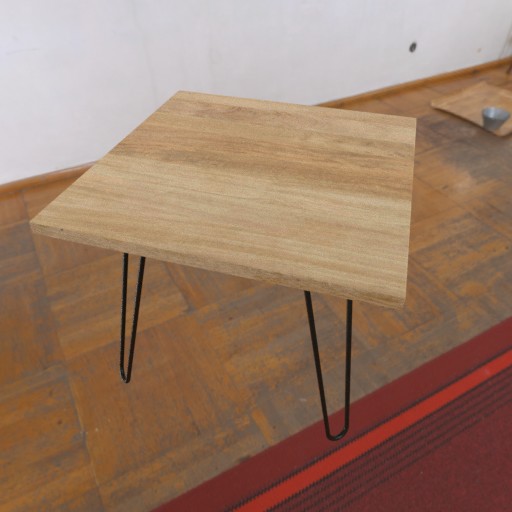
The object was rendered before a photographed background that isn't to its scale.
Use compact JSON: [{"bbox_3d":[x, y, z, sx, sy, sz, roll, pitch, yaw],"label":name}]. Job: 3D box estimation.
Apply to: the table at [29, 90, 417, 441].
[{"bbox_3d":[0.000,0.000,1.040,0.599,0.500,0.599,11,42,12],"label":"table"}]
